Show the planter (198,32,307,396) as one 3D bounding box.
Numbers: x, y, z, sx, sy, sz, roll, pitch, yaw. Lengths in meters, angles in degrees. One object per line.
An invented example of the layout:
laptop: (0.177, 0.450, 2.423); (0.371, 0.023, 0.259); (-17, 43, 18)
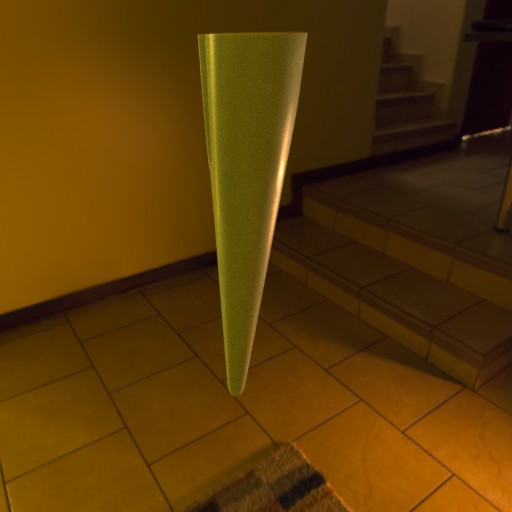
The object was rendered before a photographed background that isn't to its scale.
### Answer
planter: (0.000, 0.000, 0.297); (0.055, 0.268, 0.054); (17, 31, 31)
